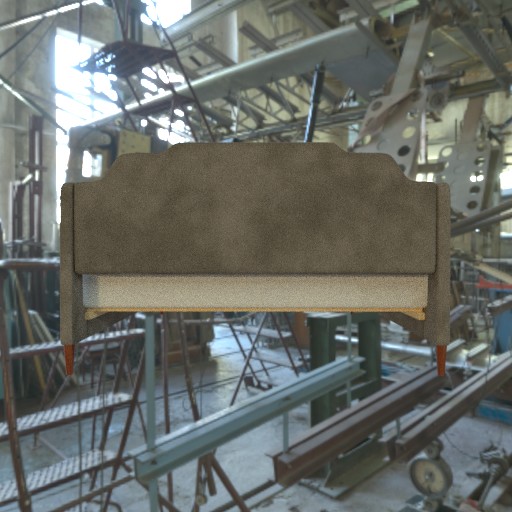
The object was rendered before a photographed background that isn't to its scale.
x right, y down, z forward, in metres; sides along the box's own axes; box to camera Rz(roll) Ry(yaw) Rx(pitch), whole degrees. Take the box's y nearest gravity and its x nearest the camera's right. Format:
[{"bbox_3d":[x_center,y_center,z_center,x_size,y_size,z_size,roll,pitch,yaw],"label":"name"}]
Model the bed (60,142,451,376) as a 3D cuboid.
[{"bbox_3d":[0.000,0.000,3.509,2.074,1.245,2.340,0,1,0],"label":"bed"}]
